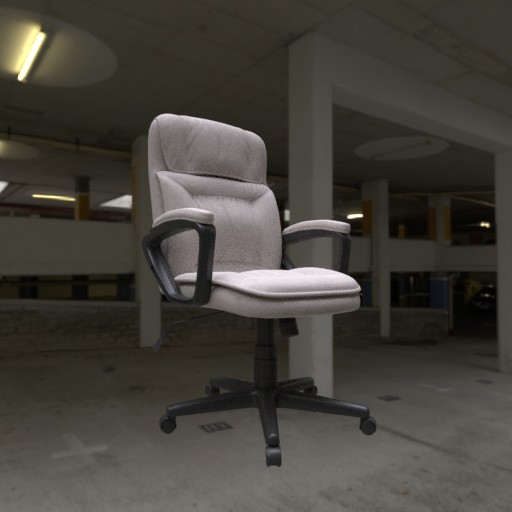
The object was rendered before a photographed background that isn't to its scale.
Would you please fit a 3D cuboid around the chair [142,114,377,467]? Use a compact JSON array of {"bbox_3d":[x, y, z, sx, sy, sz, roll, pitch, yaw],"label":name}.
[{"bbox_3d":[0.000,0.000,1.535,0.667,1.105,0.724,1,-2,-37],"label":"chair"}]
